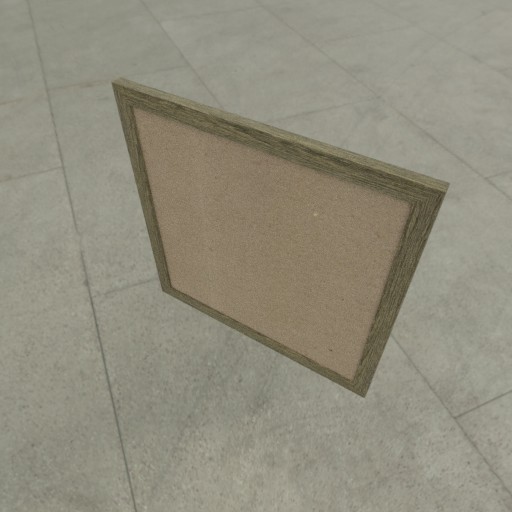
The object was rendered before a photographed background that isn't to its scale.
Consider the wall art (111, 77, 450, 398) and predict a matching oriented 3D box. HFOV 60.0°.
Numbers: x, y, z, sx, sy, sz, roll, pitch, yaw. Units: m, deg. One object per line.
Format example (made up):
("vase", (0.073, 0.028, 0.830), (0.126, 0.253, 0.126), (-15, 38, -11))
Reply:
("wall art", (0.000, 0.000, 0.775), (0.508, 0.508, 0.019), (24, 51, 21))
